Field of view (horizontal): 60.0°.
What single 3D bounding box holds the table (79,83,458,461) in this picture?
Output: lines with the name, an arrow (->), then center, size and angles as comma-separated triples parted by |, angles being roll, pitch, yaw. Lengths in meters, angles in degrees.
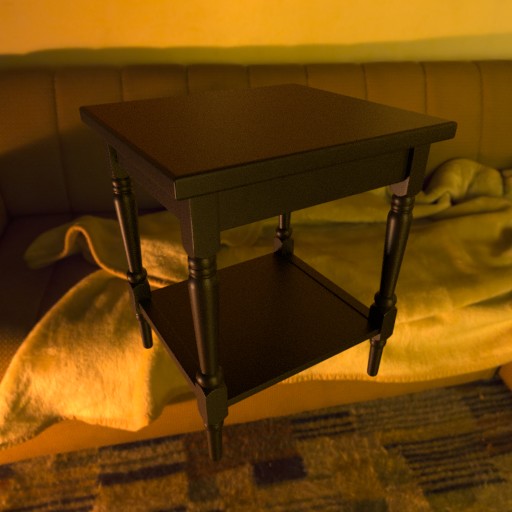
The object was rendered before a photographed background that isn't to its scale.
table -> 0.000, 0.000, 0.900 | 0.488, 0.565, 0.442 | -17, 34, -27
